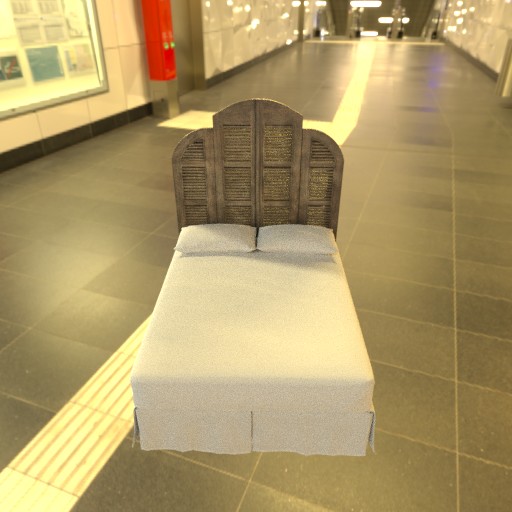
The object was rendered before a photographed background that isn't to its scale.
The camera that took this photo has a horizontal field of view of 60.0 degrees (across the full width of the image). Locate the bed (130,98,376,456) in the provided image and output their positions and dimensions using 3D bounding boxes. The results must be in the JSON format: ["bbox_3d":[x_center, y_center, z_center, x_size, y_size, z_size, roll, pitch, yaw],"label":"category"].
[{"bbox_3d":[0.000,0.000,3.514,1.713,2.019,2.138,1,30,1],"label":"bed"}]
